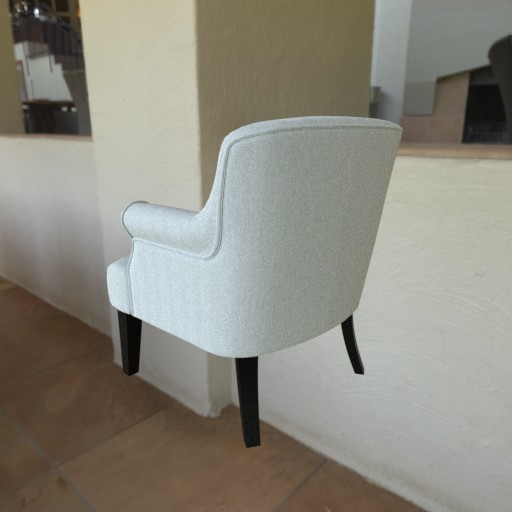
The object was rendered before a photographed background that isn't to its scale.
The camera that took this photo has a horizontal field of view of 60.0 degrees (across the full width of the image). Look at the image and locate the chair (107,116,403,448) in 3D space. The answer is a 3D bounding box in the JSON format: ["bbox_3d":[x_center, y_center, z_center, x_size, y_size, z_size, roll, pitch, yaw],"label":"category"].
[{"bbox_3d":[0.000,0.000,1.480,0.781,0.875,0.750,-15,22,-43],"label":"chair"}]
